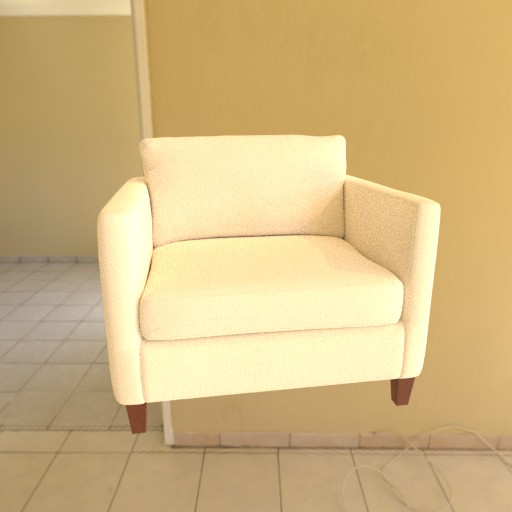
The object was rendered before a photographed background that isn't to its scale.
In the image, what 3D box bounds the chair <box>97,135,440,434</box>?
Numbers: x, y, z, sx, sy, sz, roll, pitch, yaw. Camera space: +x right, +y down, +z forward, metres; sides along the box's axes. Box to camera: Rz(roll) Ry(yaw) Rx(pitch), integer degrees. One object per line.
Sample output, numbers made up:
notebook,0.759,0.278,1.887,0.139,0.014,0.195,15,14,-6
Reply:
chair,0.000,0.000,1.695,1.019,0.885,0.878,-3,17,-9
